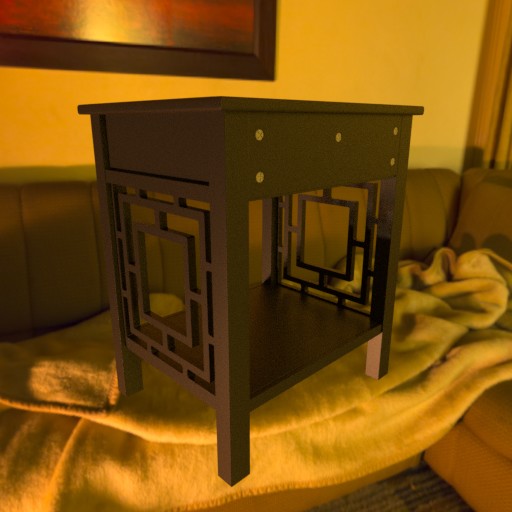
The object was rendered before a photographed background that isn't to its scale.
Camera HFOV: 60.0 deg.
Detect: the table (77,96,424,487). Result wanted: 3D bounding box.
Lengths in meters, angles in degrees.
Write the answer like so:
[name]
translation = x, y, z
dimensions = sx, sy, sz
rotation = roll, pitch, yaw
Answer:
[table]
translation = 0.000, 0.000, 1.004
dimensions = 0.564, 0.646, 0.451
rotation = -16, 23, -42
